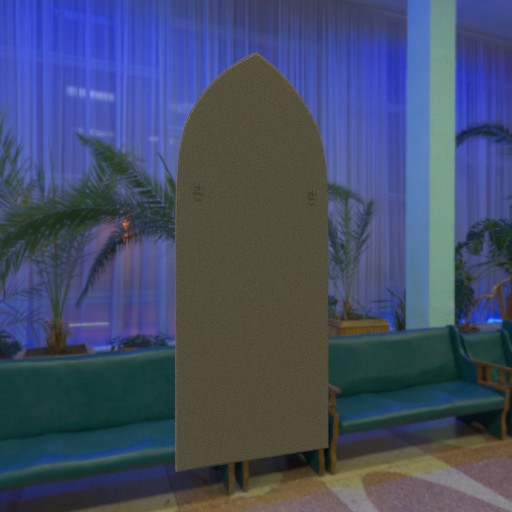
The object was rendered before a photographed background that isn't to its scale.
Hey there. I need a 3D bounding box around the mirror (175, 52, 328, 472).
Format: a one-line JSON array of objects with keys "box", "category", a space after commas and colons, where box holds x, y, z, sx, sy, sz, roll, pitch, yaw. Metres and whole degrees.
[{"box": [0.000, 0.000, 1.285, 0.464, 1.175, 0.025, 0, 0, -19], "category": "mirror"}]
